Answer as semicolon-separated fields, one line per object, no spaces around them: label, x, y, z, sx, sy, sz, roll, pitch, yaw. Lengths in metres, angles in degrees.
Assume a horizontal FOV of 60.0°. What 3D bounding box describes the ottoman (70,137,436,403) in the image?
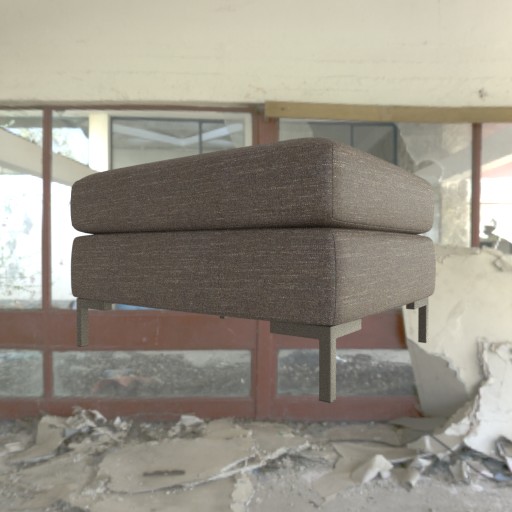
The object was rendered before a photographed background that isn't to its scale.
ottoman;0.000;0.000;1.230;0.820;0.490;0.671;1;1;36
